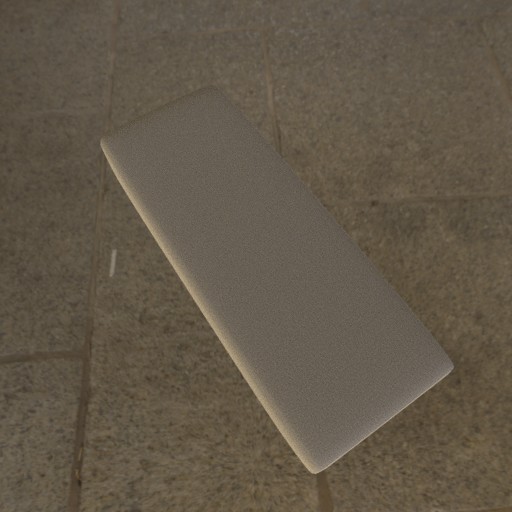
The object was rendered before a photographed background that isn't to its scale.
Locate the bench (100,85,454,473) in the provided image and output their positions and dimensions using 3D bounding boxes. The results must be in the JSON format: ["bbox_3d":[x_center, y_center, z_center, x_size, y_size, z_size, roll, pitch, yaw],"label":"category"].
[{"bbox_3d":[0.000,0.000,1.889,0.646,0.393,1.609,-31,68,-14],"label":"bench"}]
